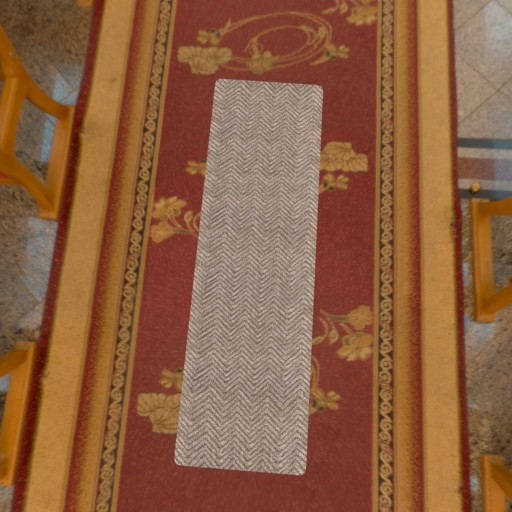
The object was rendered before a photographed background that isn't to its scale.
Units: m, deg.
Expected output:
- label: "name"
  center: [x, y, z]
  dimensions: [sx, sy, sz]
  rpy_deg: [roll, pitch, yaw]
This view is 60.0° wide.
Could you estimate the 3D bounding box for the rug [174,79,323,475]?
- label: "rug"
  center: [0.000, 0.000, 2.562]
  dimensions: [0.686, 0.008, 2.286]
  rpy_deg: [4, 77, 1]
